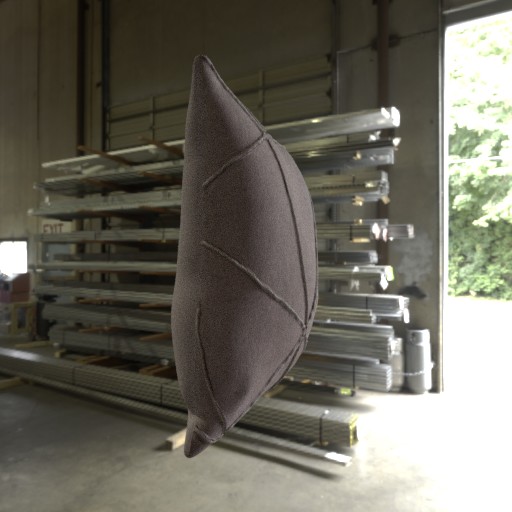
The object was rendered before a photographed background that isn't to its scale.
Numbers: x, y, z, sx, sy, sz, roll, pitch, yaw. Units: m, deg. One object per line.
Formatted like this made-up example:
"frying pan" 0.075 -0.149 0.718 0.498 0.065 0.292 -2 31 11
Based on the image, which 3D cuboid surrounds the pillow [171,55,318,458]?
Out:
"pillow" 0.000 0.000 0.681 0.185 0.440 0.439 0 -1 17
